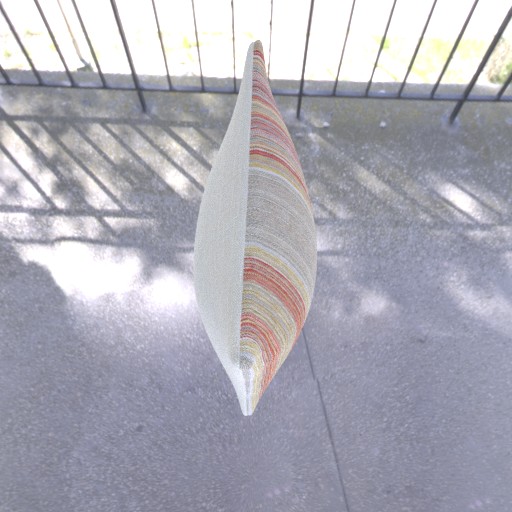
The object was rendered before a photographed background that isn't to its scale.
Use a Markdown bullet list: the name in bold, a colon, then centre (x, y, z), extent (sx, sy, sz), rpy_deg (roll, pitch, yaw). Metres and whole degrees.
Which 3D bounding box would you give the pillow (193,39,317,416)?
- **pillow**: centre (0.000, 0.000, 0.702), extent (0.191, 0.449, 0.451), rpy_deg (2, 63, 1)
